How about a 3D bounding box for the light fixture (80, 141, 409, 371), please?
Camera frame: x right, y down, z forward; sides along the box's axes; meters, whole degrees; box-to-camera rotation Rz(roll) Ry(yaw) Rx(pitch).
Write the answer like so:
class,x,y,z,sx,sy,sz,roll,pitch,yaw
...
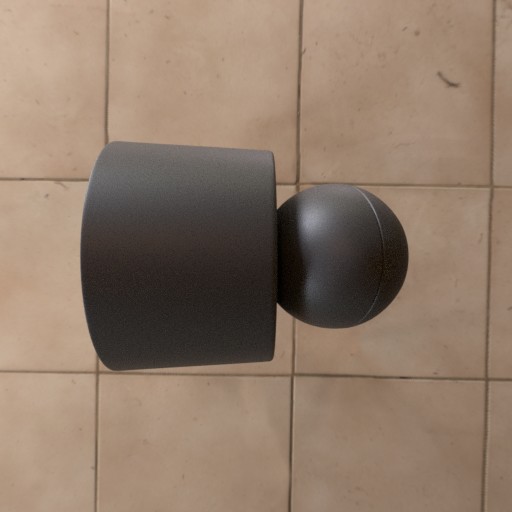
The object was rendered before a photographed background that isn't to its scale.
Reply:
class,x,y,z,sx,sy,sz,roll,pitch,yaw
light fixture,0.000,0.000,0.271,0.160,0.143,0.134,0,90,0
